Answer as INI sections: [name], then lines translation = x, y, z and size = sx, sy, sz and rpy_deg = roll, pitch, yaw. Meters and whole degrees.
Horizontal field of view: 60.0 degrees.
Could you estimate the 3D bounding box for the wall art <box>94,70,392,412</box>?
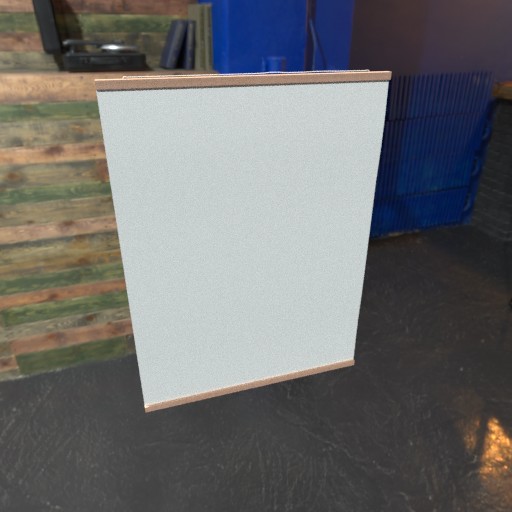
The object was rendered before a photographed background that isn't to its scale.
[wall art]
translation = 0.000, 0.000, 1.320
size = 0.758, 1.013, 0.020
rpy_deg = -8, 28, -16
